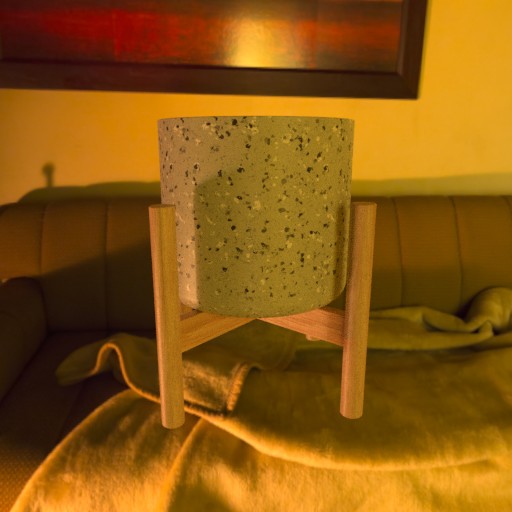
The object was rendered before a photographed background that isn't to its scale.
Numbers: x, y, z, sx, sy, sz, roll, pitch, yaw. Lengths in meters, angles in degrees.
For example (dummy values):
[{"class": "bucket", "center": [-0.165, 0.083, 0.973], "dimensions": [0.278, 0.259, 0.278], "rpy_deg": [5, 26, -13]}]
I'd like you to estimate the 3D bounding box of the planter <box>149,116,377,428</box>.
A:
[{"class": "planter", "center": [0.000, 0.000, 0.550], "dimensions": [0.284, 0.320, 0.284], "rpy_deg": [-7, 16, -26]}]
